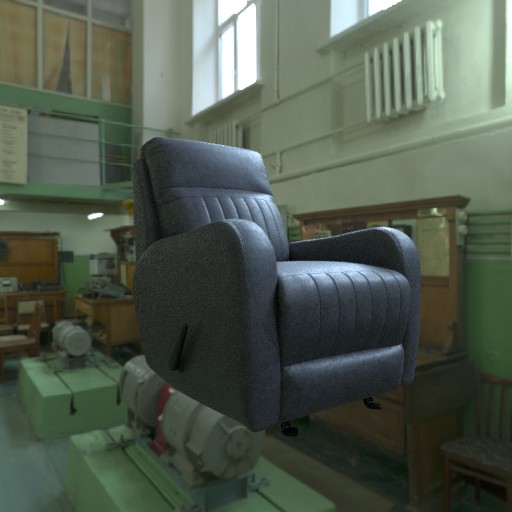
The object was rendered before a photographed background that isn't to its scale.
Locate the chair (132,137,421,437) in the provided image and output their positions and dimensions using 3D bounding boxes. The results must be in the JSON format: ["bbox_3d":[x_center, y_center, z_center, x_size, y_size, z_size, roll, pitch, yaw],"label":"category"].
[{"bbox_3d":[0.000,0.000,1.788,0.865,1.067,1.067,0,0,-36],"label":"chair"}]
